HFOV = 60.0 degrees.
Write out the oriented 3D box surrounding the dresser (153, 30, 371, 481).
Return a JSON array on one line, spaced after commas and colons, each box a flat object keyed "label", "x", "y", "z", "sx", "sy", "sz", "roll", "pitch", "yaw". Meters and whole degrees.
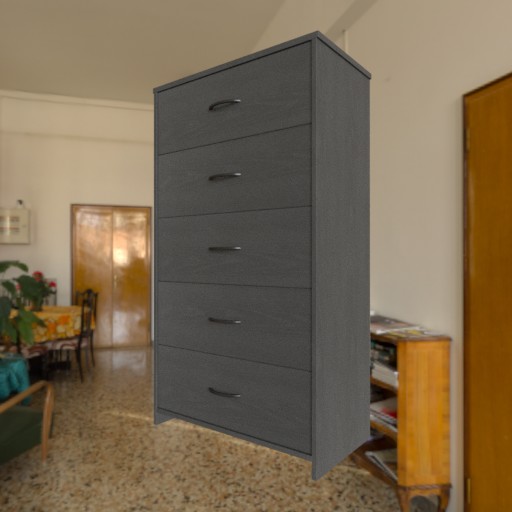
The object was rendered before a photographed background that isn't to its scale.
[{"label": "dresser", "x": 0.000, "y": 0.000, "z": 1.584, "sx": 0.704, "sy": 1.255, "sz": 0.399, "roll": 0, "pitch": 0, "yaw": 37}]
